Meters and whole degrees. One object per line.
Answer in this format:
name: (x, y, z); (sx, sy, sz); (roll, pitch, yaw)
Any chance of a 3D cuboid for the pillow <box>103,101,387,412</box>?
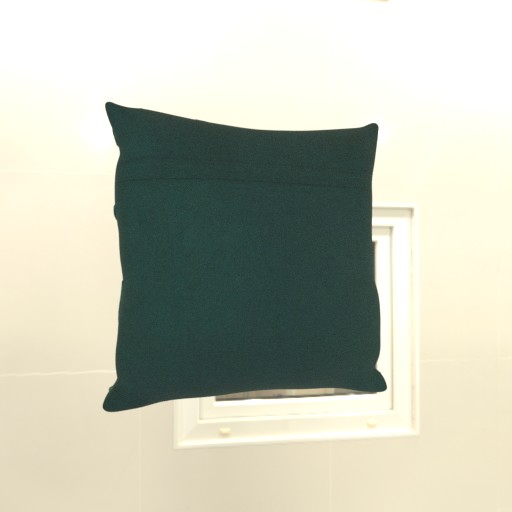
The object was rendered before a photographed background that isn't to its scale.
pillow: (0.000, 0.000, 0.674); (0.439, 0.440, 0.184); (0, -1, -16)
